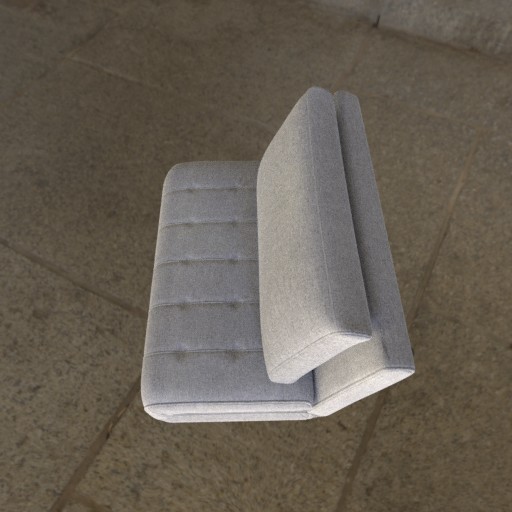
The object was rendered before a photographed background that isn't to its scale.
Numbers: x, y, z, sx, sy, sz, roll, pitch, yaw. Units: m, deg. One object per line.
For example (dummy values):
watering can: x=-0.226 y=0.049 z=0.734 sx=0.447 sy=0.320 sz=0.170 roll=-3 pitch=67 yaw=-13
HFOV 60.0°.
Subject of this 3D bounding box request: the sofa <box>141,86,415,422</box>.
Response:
sofa: x=0.000 y=0.000 z=1.872 sx=0.910 sy=0.910 sz=1.220 roll=-1 pitch=58 yaw=-1
